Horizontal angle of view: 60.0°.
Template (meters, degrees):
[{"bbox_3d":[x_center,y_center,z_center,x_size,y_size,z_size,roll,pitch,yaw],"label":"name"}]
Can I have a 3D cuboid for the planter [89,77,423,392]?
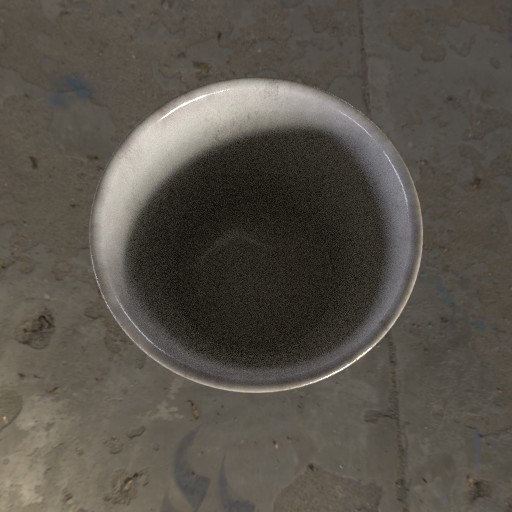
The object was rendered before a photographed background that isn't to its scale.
[{"bbox_3d":[0.000,0.000,0.336,0.193,0.165,0.193,0,75,0],"label":"planter"}]
